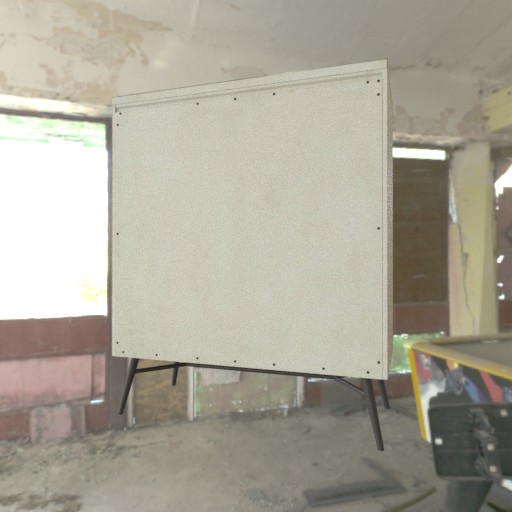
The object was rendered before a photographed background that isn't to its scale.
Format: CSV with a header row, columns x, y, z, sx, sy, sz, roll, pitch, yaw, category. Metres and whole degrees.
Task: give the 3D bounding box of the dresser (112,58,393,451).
x,y,z,sx,sy,sz,roll,pitch,yaw,category
0.000,0.000,1.746,1.016,1.219,0.457,0,0,19,dresser
